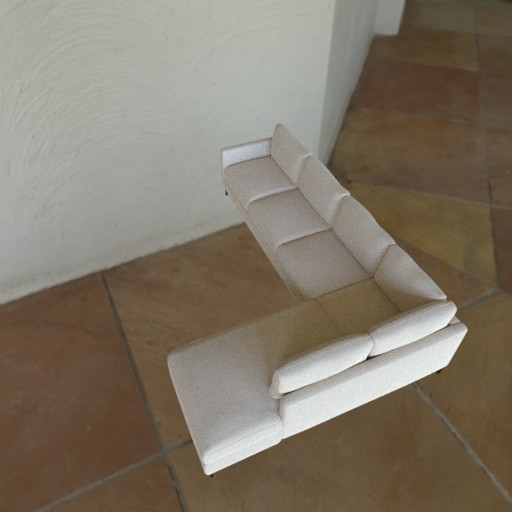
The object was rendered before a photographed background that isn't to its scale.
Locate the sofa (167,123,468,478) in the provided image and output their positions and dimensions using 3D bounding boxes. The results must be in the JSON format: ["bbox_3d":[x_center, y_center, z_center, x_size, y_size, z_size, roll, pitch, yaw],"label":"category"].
[{"bbox_3d":[0.000,0.000,3.892,2.007,0.815,2.949,-17,48,-16],"label":"sofa"}]
